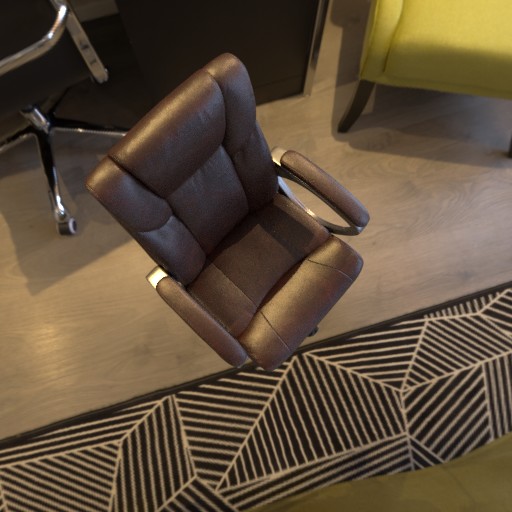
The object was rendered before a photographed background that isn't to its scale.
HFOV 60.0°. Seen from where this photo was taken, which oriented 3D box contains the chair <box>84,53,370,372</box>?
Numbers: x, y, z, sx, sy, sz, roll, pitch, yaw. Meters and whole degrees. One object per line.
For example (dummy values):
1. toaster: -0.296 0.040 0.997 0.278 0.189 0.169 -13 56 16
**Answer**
1. chair: 0.000 0.000 1.537 0.692 1.128 0.656 41 79 10
